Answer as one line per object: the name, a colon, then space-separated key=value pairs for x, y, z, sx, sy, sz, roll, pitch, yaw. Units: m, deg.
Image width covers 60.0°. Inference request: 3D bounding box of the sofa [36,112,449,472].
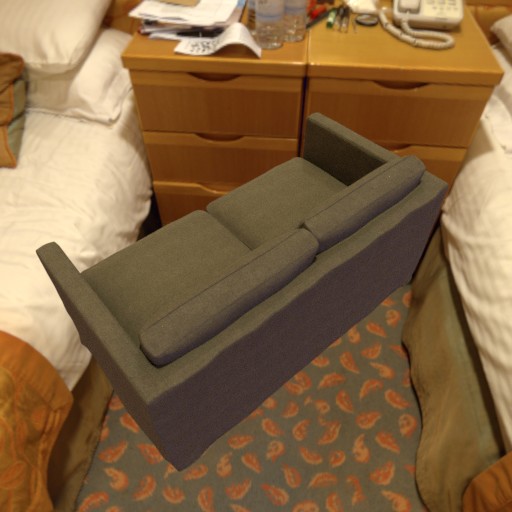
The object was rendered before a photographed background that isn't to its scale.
sofa: x=0.000 y=0.000 z=2.297 sx=1.802 sy=0.854 sz=0.974 roll=-33 pitch=55 yaw=-26
